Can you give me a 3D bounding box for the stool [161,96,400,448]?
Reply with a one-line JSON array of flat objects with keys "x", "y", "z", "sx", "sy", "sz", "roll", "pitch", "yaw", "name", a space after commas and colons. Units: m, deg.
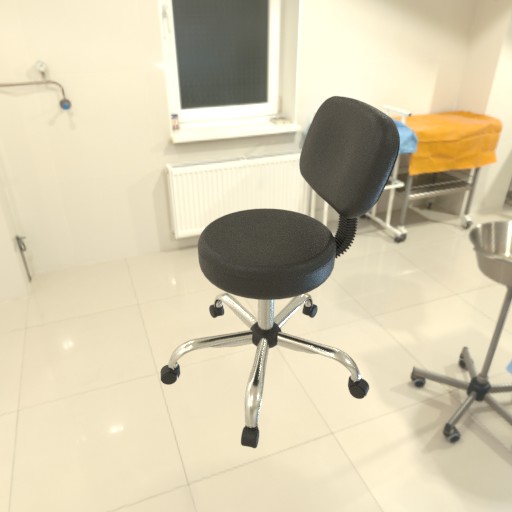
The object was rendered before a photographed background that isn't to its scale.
[{"x": 0.000, "y": 0.000, "z": 1.322, "sx": 0.648, "sy": 0.862, "sz": 0.673, "roll": -7, "pitch": 30, "yaw": -13, "name": "stool"}]
